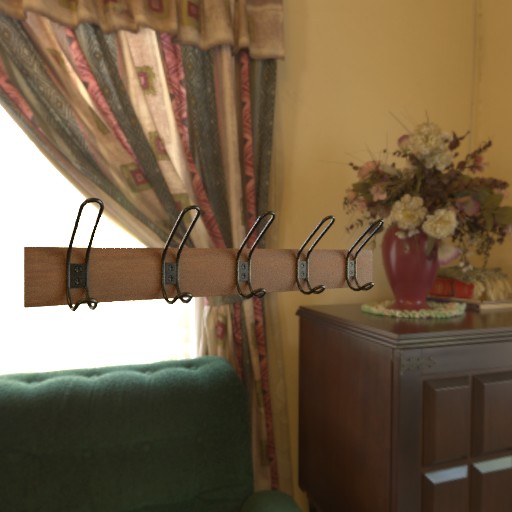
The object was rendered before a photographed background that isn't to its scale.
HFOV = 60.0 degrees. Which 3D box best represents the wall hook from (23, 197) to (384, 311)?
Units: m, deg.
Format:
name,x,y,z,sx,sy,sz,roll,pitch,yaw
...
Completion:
name,x,y,z,sx,sy,sz,roll,pitch,yaw
wall hook,0.000,0.000,0.601,0.554,0.116,0.076,0,0,-36
